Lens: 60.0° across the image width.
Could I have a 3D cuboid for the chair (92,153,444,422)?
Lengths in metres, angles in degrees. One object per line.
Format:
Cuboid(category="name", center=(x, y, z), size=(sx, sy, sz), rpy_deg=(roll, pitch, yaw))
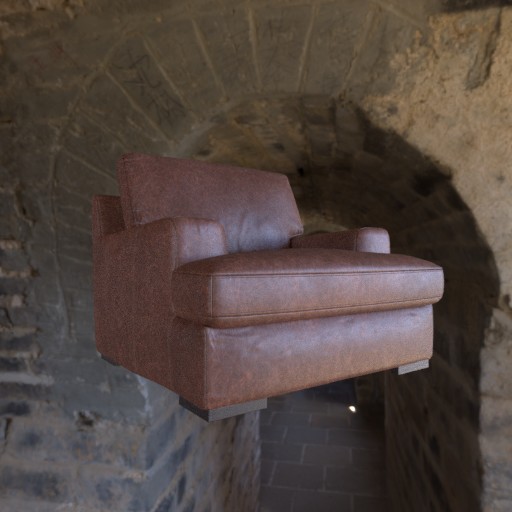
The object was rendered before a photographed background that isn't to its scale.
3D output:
Cuboid(category="chair", center=(0.000, 0.000, 1.966), size=(1.168, 0.939, 1.143), rpy_deg=(0, 0, -36))
